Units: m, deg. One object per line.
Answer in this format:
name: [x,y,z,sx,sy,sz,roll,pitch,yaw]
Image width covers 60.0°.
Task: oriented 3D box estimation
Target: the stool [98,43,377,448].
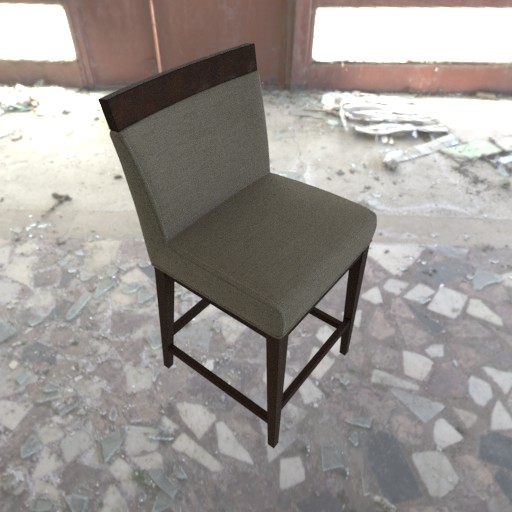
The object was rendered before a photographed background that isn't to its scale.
stool: [0.000,0.000,1.327,0.531,1.009,0.512,28,48,28]
